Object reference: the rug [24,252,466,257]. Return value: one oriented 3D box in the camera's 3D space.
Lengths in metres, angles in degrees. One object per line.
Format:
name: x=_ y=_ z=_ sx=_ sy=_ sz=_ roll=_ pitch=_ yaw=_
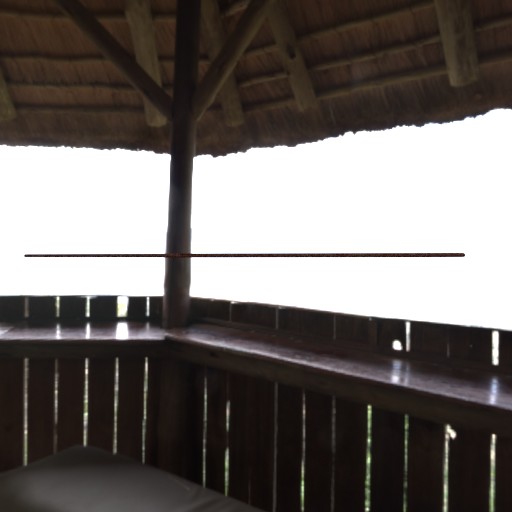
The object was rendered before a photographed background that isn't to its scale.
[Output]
rug: x=0.000 y=0.000 z=2.317 sx=1.829 sy=0.016 sz=1.219 roll=0 pitch=0 yaw=17
